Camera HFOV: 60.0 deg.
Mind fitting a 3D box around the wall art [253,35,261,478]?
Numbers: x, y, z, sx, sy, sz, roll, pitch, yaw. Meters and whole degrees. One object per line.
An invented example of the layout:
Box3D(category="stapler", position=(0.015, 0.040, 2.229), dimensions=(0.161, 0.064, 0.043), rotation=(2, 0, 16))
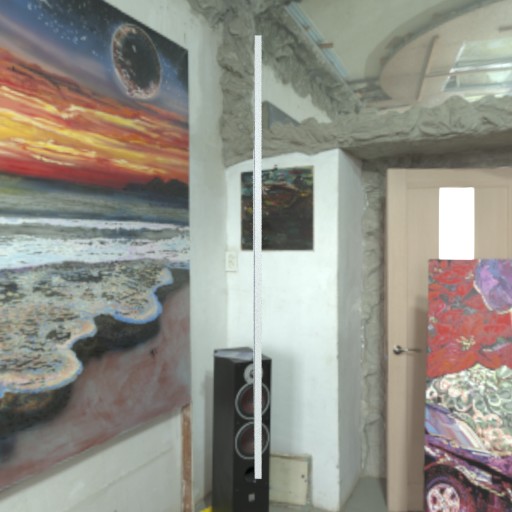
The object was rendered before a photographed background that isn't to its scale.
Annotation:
Box3D(category="wall art", position=(0.000, 0.000, 0.684), dimensions=(0.007, 0.456, 0.456), rotation=(0, 1, -1))
